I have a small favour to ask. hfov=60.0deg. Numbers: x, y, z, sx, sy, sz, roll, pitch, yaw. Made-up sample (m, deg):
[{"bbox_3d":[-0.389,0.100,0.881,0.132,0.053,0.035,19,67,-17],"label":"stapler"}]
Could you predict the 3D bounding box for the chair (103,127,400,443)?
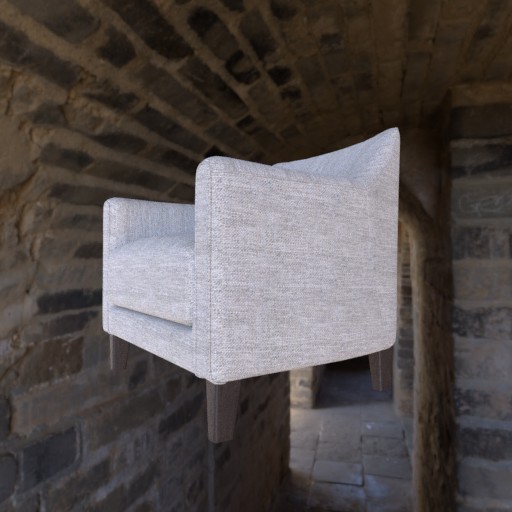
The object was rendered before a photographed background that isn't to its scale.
[{"bbox_3d":[0.000,0.000,1.386,0.758,0.761,0.796,0,-1,-34],"label":"chair"}]
